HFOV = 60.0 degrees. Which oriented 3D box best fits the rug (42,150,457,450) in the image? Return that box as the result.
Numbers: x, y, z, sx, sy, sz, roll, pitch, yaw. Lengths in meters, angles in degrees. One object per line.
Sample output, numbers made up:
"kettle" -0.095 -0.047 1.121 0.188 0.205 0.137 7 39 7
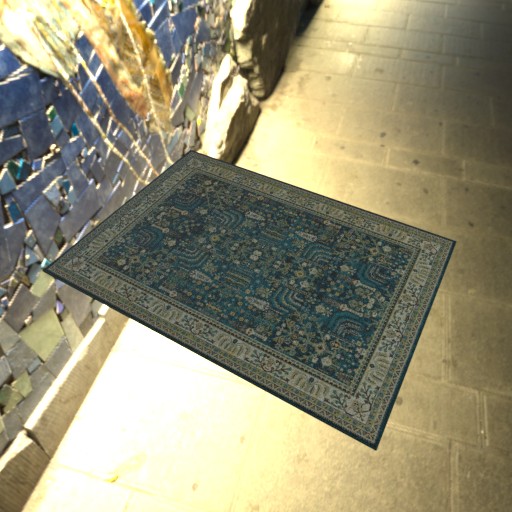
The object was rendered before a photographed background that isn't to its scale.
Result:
"rug" 0.000 0.000 2.907 2.213 0.013 1.594 23 50 20
